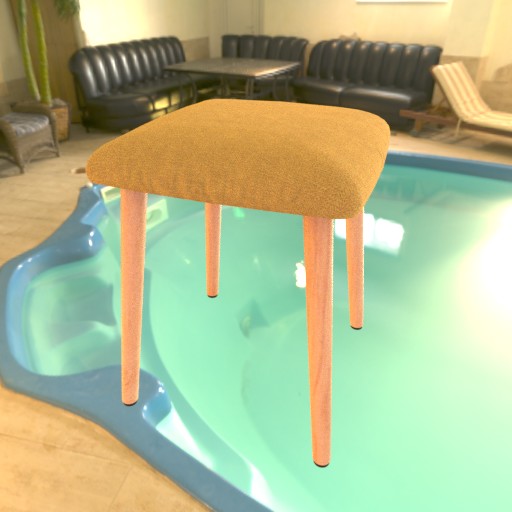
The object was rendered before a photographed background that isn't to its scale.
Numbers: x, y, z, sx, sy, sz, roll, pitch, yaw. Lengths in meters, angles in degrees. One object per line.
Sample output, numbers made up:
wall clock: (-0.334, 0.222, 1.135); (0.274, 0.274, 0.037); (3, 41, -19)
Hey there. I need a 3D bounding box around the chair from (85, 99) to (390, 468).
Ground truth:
chair: (0.000, 0.000, 0.705); (0.350, 0.440, 0.350); (10, 32, 17)
